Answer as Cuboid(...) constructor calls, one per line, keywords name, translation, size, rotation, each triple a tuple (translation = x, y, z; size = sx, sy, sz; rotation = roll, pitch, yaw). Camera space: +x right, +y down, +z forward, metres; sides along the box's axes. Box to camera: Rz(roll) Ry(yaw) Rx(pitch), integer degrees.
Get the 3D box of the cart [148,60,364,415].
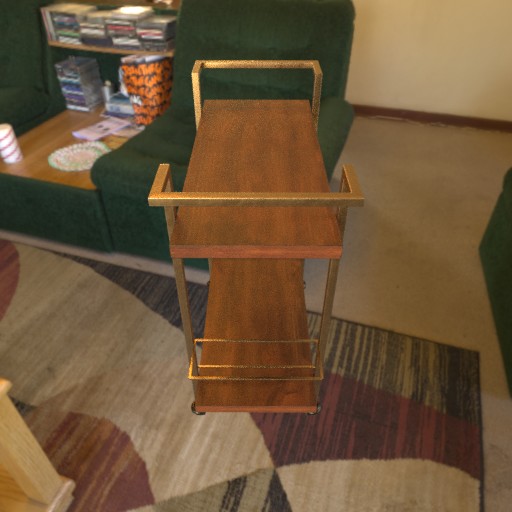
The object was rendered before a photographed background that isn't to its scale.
Cuboid(name="cart", translation=(0.000, 0.000, 1.196), size=(0.364, 0.807, 0.695), rotation=(0, 40, 0))
